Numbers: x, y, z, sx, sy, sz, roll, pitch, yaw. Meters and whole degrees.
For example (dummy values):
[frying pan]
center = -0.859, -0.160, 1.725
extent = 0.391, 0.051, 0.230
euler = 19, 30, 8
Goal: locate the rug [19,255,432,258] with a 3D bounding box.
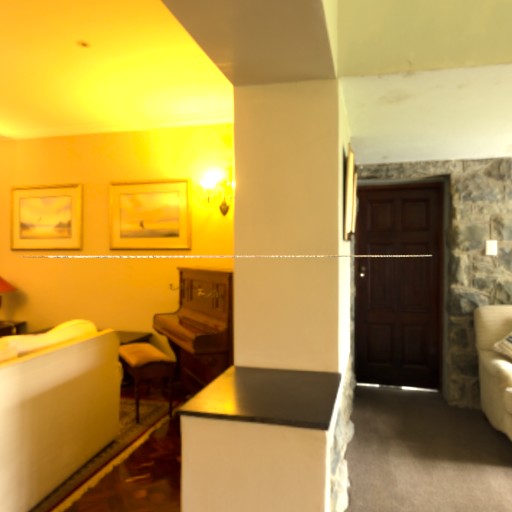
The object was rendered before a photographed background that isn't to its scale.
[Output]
[rug]
center = 0.000, 0.000, 2.667
extent = 2.443, 0.009, 0.771
euler = 0, 0, -35
